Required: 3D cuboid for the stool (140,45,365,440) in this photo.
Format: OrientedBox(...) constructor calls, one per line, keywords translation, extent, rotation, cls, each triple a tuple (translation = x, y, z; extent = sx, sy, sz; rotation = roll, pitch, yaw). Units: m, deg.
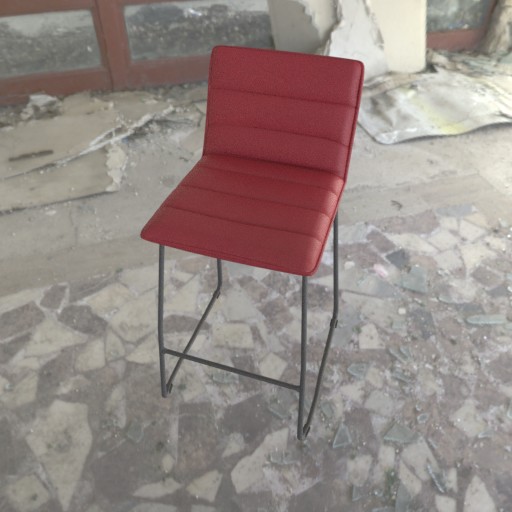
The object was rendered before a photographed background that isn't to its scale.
OrientedBox(translation=(0.000, 0.000, 1.224), extent=(0.489, 0.937, 0.524), rotation=(12, 44, 13), cls="stool")
